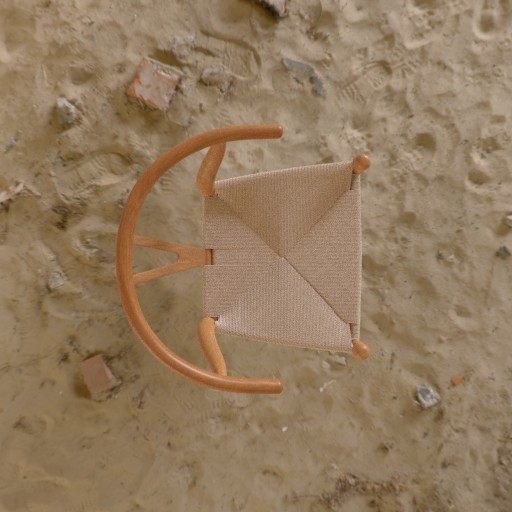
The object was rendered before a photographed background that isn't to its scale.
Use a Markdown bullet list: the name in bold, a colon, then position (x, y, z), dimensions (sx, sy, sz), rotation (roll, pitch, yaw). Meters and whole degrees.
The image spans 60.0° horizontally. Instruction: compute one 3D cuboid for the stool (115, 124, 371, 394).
- **stool**: position (0.000, 0.000, 1.363), dimensions (0.579, 0.970, 0.569), rotation (0, 91, -1)
